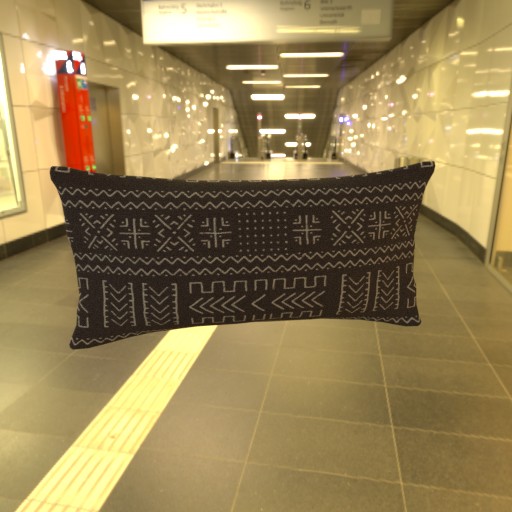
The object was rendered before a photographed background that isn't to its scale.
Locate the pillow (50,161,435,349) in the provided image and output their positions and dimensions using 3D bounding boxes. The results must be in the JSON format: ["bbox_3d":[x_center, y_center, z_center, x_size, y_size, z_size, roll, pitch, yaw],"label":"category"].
[{"bbox_3d":[0.000,0.000,0.784,0.667,0.322,0.135,-2,16,-8],"label":"pillow"}]
